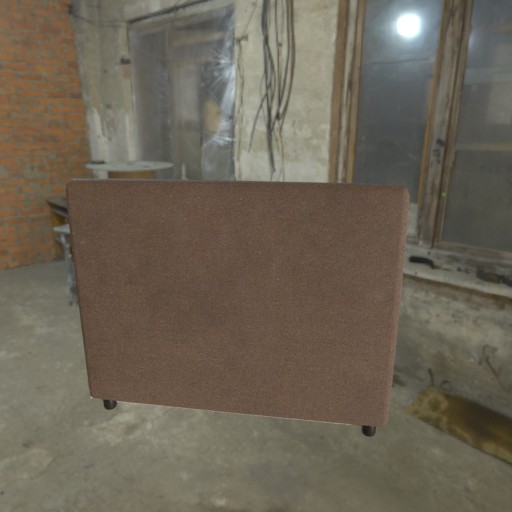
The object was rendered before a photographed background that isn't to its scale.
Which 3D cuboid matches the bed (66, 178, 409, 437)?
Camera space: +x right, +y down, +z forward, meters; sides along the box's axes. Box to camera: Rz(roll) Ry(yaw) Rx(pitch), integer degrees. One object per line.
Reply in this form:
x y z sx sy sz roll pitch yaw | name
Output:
0.000 0.000 3.240 1.723 1.330 2.142 3 17 9 | bed
